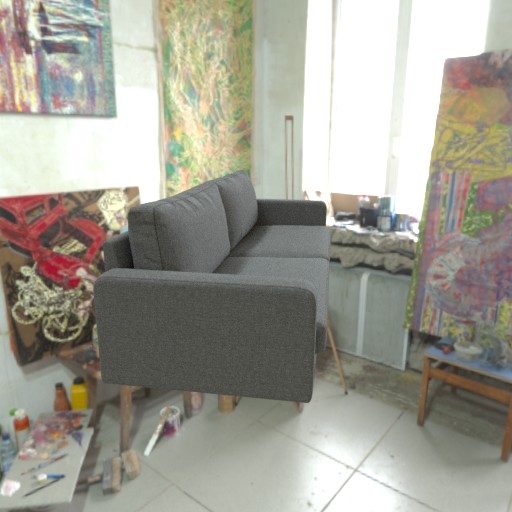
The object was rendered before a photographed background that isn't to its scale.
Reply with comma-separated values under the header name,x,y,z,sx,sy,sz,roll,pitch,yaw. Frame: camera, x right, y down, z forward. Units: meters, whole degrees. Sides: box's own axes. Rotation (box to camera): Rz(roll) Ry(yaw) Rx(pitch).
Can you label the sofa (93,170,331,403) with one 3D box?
name,x,y,z,sx,sy,sz,roll,pitch,yaw
sofa,0.000,0.000,2.672,0.880,0.880,2.200,3,15,9
